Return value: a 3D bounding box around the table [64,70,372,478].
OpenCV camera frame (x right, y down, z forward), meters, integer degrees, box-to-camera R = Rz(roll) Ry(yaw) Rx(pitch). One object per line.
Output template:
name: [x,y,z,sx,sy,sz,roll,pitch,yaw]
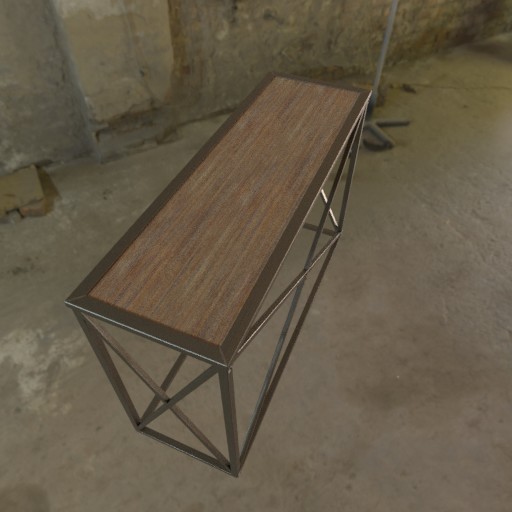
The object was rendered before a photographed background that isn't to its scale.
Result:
table: [0.000,0.000,1.579,0.402,0.753,1.216,18,50,15]
